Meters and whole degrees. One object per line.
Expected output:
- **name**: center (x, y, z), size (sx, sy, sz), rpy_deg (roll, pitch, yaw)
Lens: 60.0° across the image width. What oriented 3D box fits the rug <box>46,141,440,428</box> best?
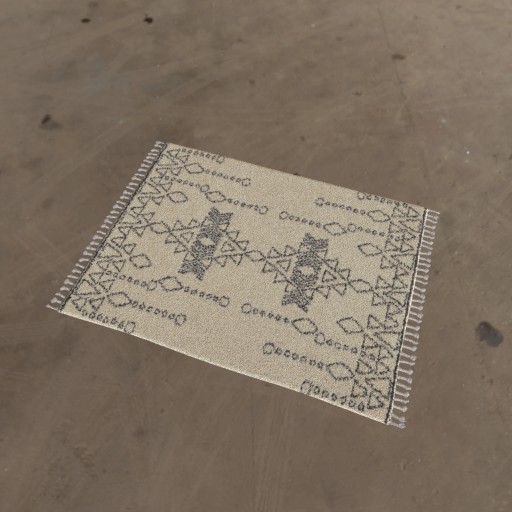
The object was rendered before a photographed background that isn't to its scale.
- **rug**: center (0.000, 0.000, 4.005), size (3.027, 0.028, 2.125), rpy_deg (16, 59, 10)
